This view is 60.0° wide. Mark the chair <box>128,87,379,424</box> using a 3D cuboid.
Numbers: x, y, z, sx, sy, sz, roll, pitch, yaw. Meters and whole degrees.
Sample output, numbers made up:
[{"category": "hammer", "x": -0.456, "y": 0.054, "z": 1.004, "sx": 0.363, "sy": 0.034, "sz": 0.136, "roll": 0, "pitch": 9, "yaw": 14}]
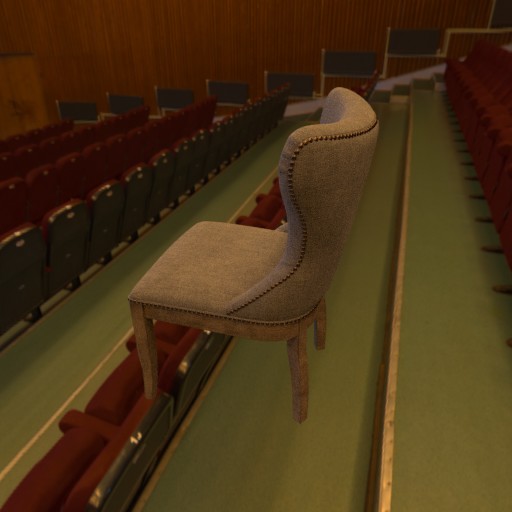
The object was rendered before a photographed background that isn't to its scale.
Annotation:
[{"category": "chair", "x": 0.000, "y": 0.000, "z": 1.482, "sx": 0.681, "sy": 1.002, "sz": 0.654, "roll": 9, "pitch": 31, "yaw": 15}]
